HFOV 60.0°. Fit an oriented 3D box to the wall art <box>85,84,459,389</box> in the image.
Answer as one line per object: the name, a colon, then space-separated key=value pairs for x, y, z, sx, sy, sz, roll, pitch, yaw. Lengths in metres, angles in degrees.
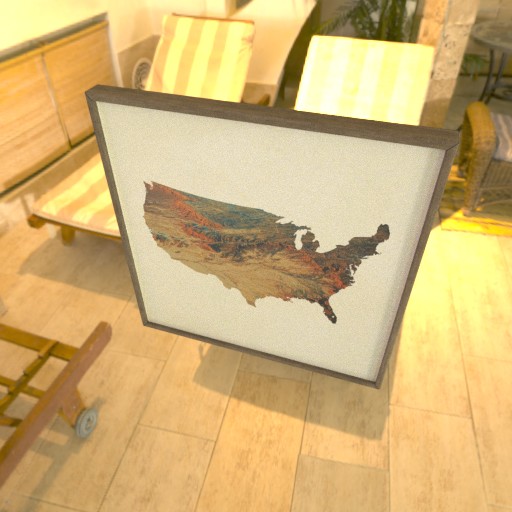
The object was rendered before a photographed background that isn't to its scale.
wall art: x=0.000 y=0.000 z=1.108 sx=0.749 sy=0.751 sz=0.050 roll=12 pitch=42 yaw=14
